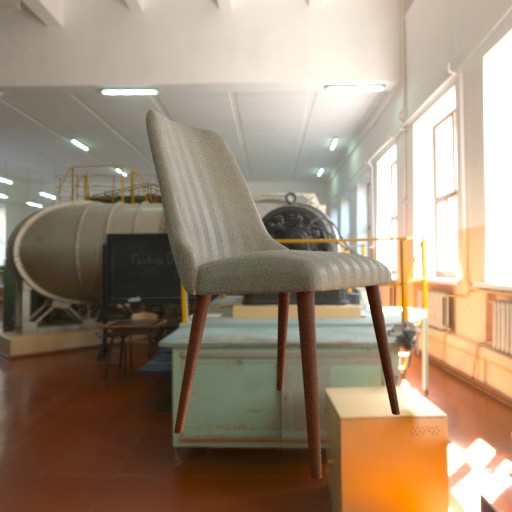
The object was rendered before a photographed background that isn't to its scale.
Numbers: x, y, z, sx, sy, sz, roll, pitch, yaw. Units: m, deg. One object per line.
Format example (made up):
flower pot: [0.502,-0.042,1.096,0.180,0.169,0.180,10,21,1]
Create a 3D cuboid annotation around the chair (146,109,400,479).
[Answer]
chair: [0.000,0.000,1.304,0.684,0.917,0.526,-1,-1,37]
